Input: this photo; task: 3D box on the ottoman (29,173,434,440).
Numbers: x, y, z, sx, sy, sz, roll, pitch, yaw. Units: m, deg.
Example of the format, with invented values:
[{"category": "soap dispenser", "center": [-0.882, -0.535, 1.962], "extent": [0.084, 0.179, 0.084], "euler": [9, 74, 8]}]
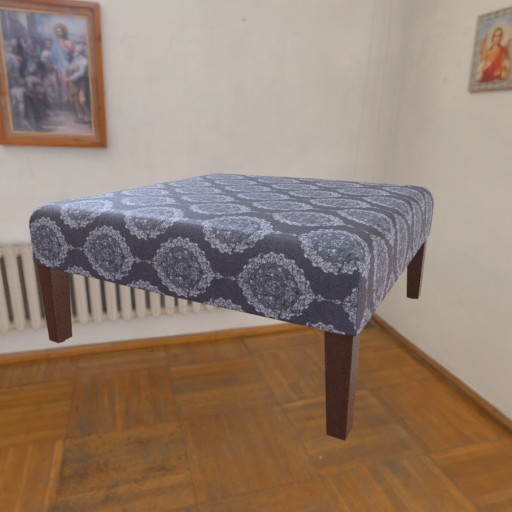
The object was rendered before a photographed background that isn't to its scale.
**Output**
[{"category": "ottoman", "center": [0.000, 0.000, 1.365], "extent": [0.890, 0.409, 0.889], "euler": [9, 19, 27]}]
